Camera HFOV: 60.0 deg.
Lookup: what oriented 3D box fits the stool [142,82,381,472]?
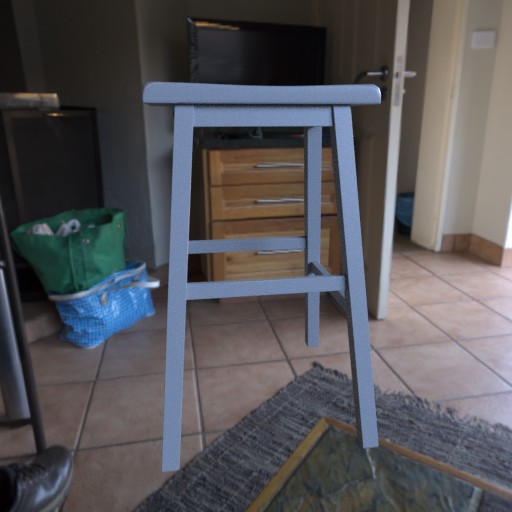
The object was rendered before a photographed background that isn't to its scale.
[{"bbox_3d":[0.000,0.000,1.033,0.457,0.737,0.476,-3,18,-9],"label":"stool"}]
